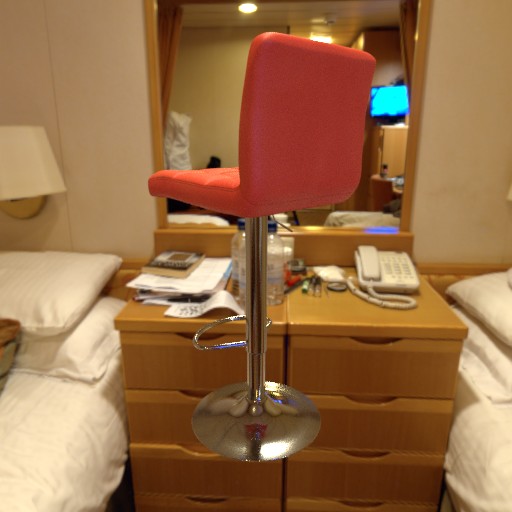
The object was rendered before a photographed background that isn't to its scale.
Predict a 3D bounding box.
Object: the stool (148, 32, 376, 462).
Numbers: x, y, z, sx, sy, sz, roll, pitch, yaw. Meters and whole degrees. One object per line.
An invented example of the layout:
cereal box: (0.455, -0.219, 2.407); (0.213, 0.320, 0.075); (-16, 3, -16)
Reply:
stool: (0.000, 0.000, 1.328); (0.430, 1.115, 0.505); (-14, 21, -41)
